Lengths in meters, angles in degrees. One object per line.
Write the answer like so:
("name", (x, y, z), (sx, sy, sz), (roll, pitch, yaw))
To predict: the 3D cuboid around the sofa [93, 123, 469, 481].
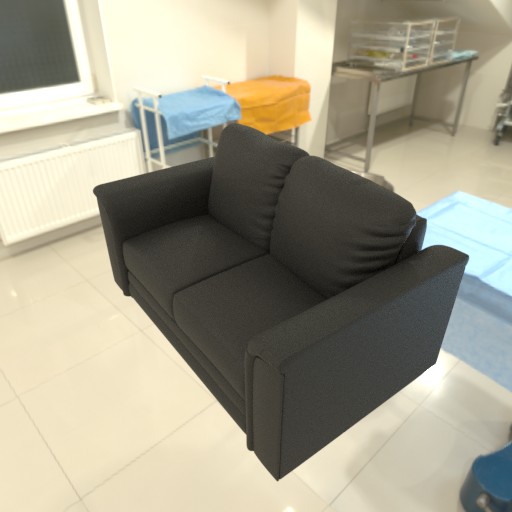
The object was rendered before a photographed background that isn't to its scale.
("sofa", (0.000, 0.000, 1.925), (0.887, 0.845, 1.386), (-22, 39, -30))
